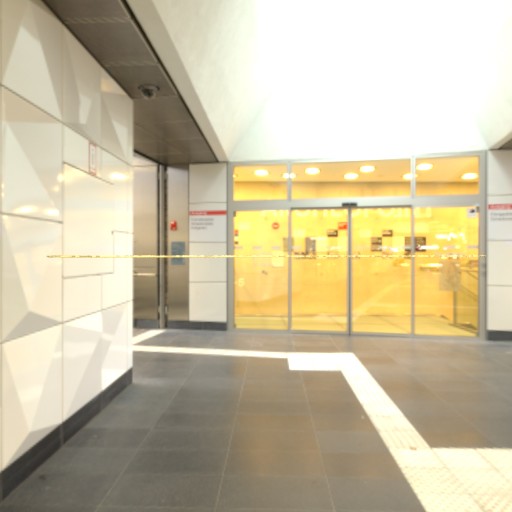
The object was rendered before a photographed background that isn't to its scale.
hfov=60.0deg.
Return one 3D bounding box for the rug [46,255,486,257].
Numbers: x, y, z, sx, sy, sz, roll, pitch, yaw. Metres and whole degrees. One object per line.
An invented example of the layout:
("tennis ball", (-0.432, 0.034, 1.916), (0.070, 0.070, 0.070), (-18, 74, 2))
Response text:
("rug", (0.000, 0.000, 3.017), (2.410, 0.011, 1.539), (0, 0, -18))
